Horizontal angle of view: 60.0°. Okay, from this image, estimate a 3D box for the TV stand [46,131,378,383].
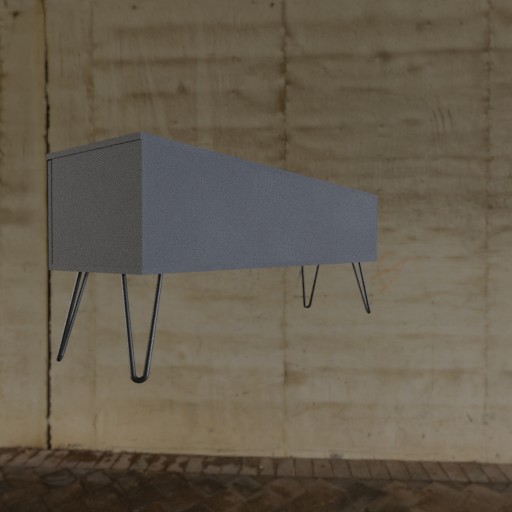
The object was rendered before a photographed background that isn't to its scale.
[{"bbox_3d":[0.000,0.000,1.649,0.400,0.560,1.400,1,1,36],"label":"TV stand"}]
